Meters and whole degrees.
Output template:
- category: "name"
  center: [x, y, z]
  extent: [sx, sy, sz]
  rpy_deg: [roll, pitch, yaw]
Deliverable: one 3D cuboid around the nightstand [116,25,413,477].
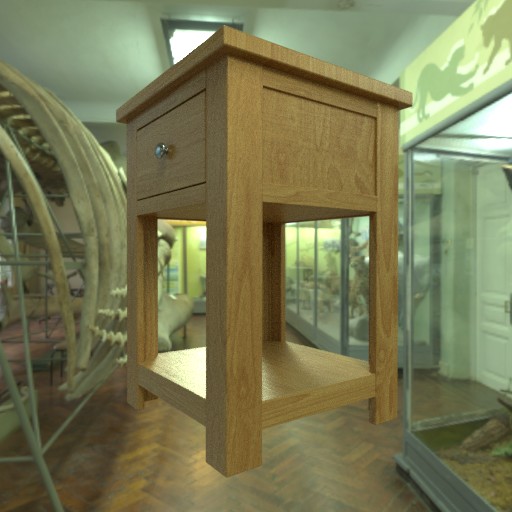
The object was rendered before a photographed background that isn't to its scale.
- category: "nightstand"
  center: [0.000, 0.000, 0.881]
  extent: [0.418, 0.614, 0.428]
  rpy_deg: [0, 0, -36]
